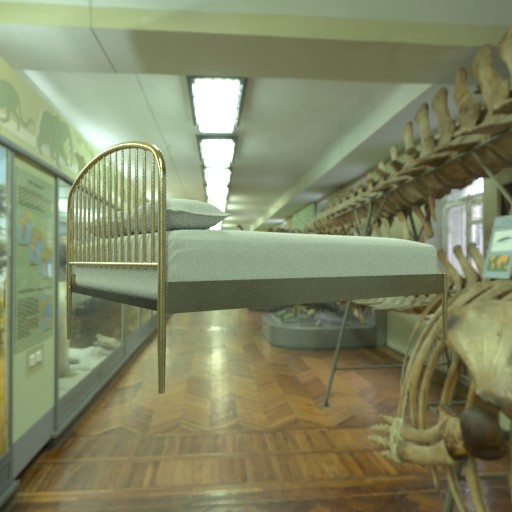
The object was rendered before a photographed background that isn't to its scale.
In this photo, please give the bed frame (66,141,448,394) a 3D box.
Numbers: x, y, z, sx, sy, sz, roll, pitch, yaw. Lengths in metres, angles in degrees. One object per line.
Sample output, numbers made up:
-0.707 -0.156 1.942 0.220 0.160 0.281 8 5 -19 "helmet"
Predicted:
0.000 0.000 3.119 2.152 1.175 1.612 0 -1 -36 "bed frame"
